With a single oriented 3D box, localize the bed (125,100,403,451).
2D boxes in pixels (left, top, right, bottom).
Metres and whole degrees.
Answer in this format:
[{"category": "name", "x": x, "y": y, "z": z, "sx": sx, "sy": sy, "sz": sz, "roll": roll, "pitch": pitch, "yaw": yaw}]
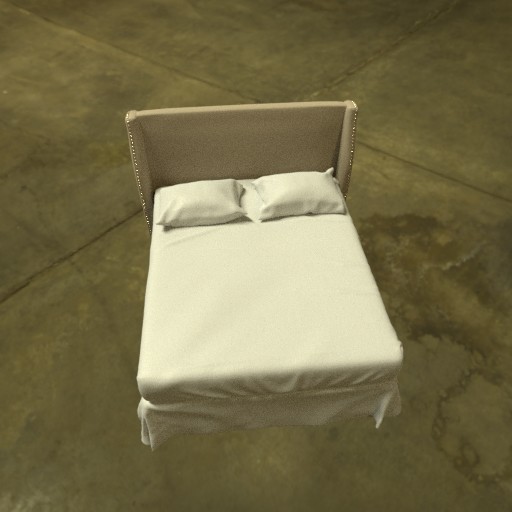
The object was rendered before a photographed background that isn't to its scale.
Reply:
[{"category": "bed", "x": 0.000, "y": 0.000, "z": 3.365, "sx": 1.925, "sy": 1.332, "sz": 2.276, "roll": -4, "pitch": 46, "yaw": -4}]
